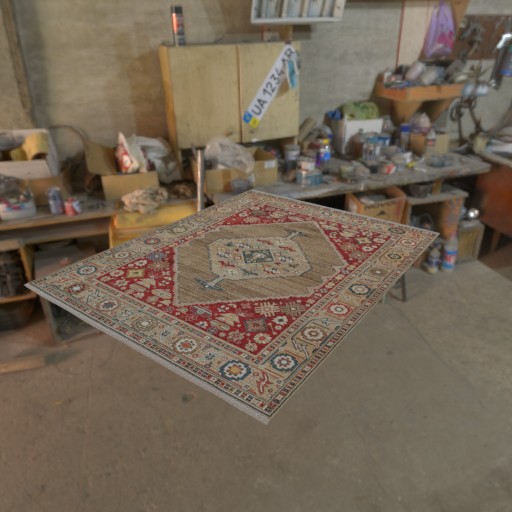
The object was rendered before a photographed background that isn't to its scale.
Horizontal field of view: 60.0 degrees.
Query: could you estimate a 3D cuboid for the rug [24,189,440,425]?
[{"bbox_3d":[0.000,0.000,4.117,2.451,0.008,3.143,18,32,32],"label":"rug"}]
